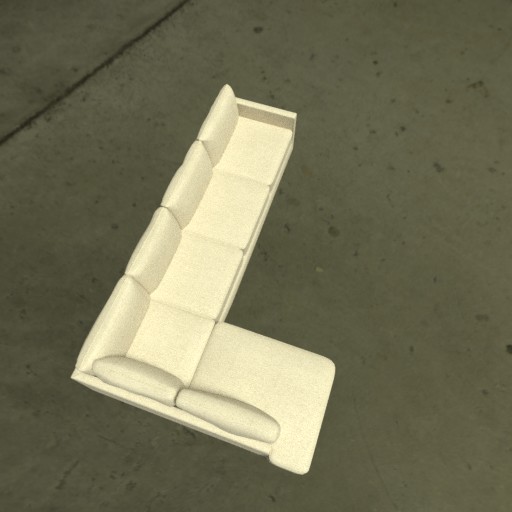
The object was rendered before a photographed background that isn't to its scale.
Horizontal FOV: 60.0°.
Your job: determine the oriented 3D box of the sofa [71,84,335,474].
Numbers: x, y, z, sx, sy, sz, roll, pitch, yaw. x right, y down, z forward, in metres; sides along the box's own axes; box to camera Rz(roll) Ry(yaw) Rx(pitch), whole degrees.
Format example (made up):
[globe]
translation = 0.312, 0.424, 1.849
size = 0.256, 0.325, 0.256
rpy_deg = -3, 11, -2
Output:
[sofa]
translation = 0.000, 0.000, 4.345
size = 2.048, 0.996, 3.384
rpy_deg = 18, 65, 8
